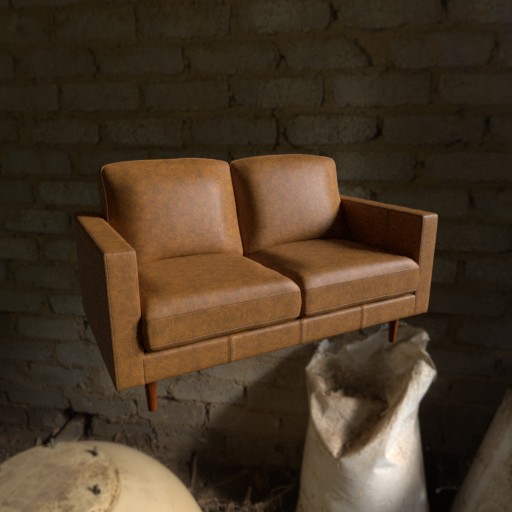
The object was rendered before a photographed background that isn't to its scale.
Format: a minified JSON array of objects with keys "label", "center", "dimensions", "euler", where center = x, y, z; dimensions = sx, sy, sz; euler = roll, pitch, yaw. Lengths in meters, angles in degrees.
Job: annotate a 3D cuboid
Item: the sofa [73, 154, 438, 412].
[{"label":"sofa","center":[0.000,0.000,2.214],"dimensions":[1.578,0.951,0.909],"euler":[-8,18,-27]}]
